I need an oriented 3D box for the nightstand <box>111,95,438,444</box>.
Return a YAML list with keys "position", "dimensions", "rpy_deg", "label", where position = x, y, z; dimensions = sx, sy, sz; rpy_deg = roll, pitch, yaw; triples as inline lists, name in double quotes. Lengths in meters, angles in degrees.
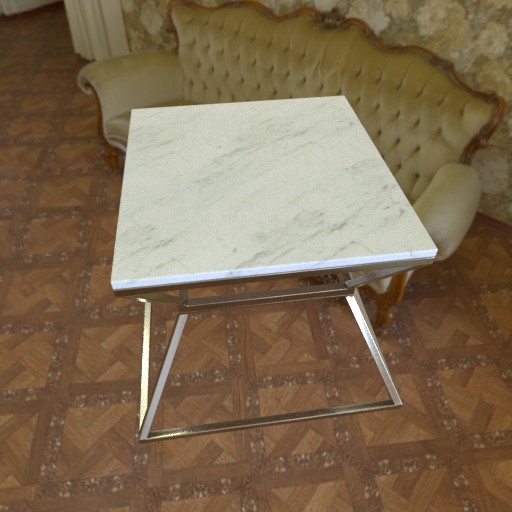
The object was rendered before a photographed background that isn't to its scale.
- position: [0.000, 0.000, 0.889]
  dimensions: [0.514, 0.426, 0.513]
  rpy_deg: [-6, 46, -6]
  label: "nightstand"
